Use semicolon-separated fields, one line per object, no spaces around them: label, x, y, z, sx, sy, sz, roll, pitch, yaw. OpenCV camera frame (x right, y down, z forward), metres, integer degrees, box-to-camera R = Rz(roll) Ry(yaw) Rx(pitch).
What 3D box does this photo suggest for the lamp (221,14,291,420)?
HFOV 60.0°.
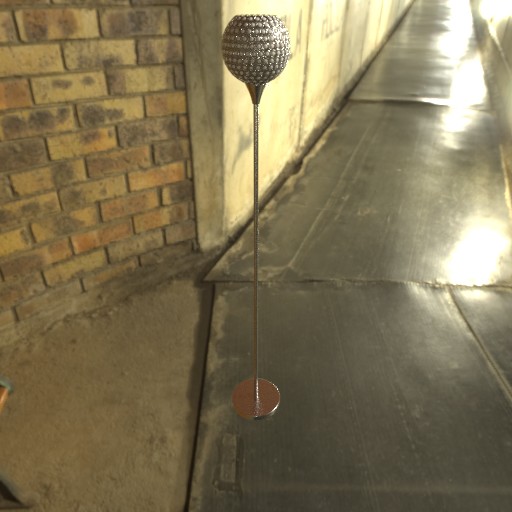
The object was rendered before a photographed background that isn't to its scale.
lamp;0.000;0.000;1.888;0.254;1.805;0.254;0;32;0
